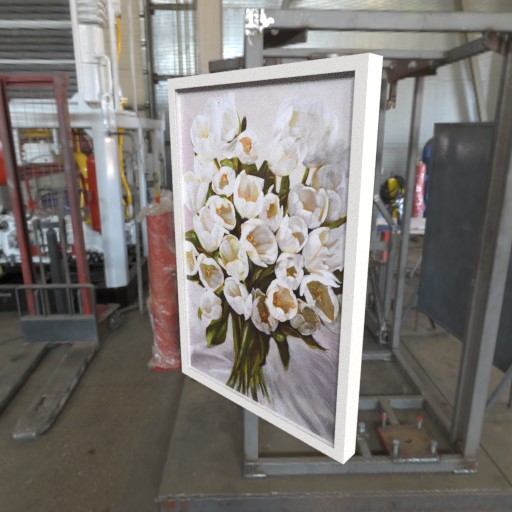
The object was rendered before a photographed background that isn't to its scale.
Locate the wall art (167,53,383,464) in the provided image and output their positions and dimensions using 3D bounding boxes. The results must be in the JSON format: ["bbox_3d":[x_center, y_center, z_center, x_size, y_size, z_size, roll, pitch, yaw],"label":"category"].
[{"bbox_3d":[0.000,0.000,0.842,0.450,0.657,0.038,14,21,41],"label":"wall art"}]
